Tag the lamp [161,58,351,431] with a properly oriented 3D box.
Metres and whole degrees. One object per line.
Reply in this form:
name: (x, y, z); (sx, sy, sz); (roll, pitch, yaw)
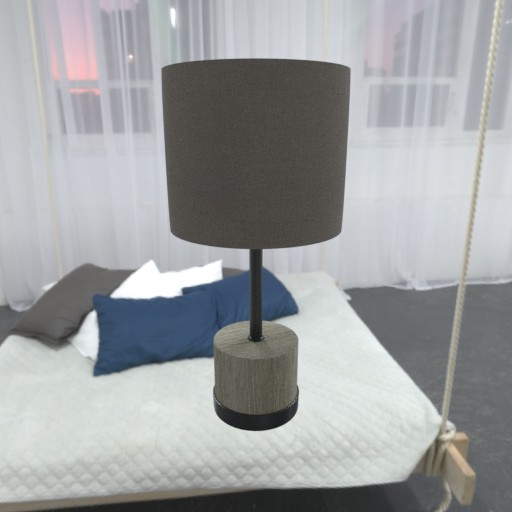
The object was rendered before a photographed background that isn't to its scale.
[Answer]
lamp: (0.000, 0.000, 0.608); (0.229, 0.470, 0.229); (-8, 18, -25)
